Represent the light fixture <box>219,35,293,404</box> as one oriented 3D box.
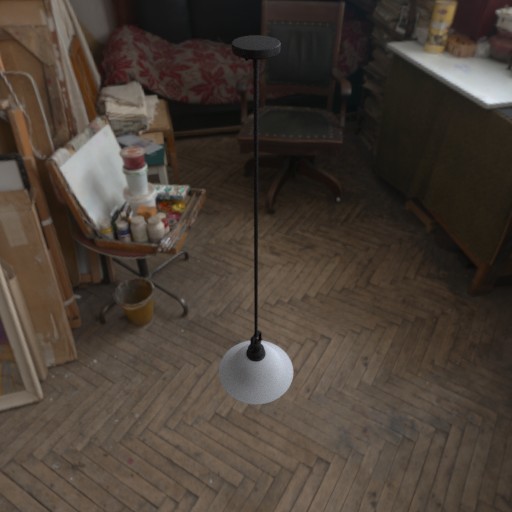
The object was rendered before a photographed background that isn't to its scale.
[{"bbox_3d":[0.000,0.000,1.480,0.324,1.337,0.324,27,48,27],"label":"light fixture"}]
